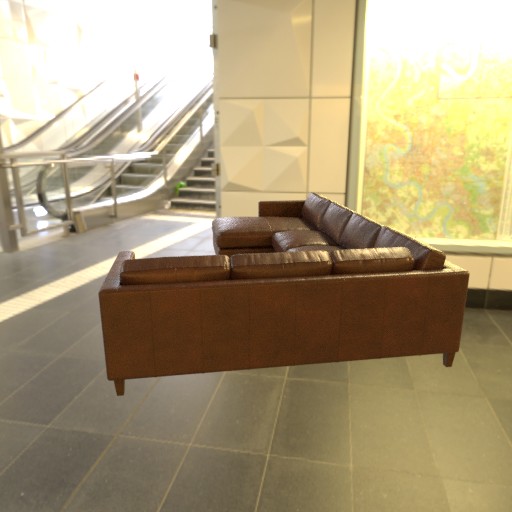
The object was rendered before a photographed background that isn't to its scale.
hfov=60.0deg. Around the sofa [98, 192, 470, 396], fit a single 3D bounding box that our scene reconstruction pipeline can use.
[{"bbox_3d":[0.000,0.000,4.493,2.452,0.891,3.324,-2,16,-9],"label":"sofa"}]
